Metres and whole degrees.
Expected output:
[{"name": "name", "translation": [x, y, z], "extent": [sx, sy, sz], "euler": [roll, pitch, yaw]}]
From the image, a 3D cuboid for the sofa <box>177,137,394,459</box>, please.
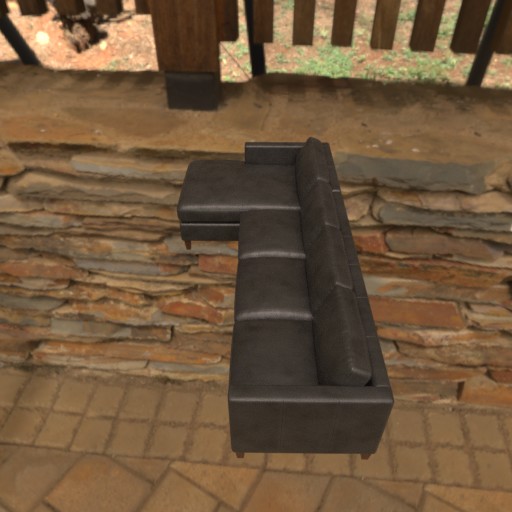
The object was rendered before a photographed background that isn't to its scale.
[{"name": "sofa", "translation": [0.000, 0.000, 3.867], "extent": [1.581, 0.883, 3.203], "euler": [0, 40, 0]}]
